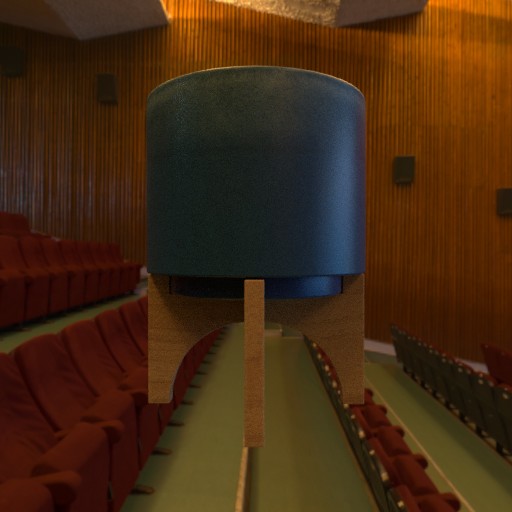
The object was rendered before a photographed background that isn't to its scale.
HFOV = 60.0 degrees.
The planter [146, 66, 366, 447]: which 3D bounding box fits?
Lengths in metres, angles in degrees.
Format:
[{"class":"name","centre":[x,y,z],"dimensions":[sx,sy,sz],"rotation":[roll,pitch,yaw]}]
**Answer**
[{"class":"planter","centre":[0.000,0.000,0.401],"dimensions":[0.192,0.263,0.192],"rotation":[0,0,0]}]
